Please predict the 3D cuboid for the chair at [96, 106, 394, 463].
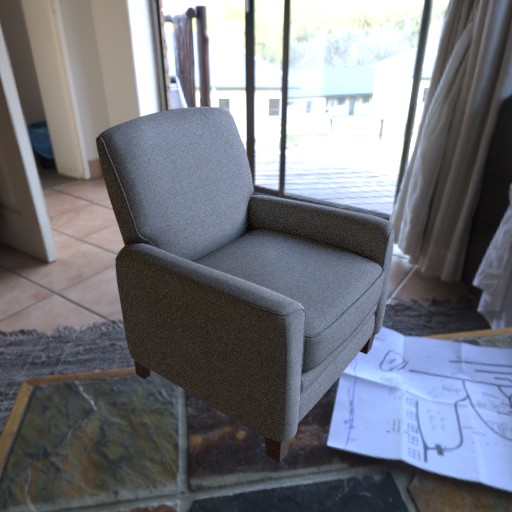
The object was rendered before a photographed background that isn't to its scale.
[{"bbox_3d":[0.000,0.000,1.703,0.864,1.014,0.848,18,32,32],"label":"chair"}]
